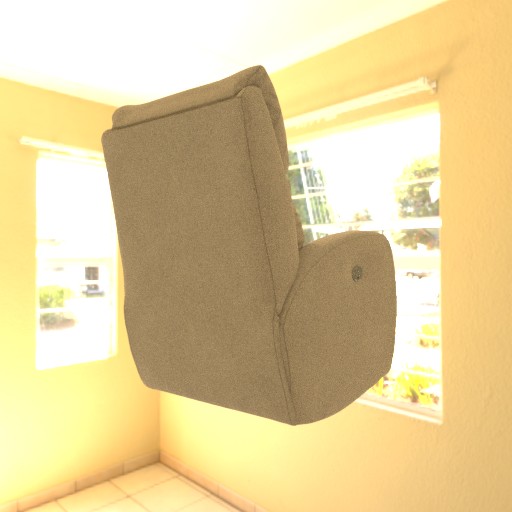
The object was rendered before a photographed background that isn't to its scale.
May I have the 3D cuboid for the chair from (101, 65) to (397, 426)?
[{"bbox_3d":[0.000,0.000,1.642,0.794,1.021,0.940,0,0,36],"label":"chair"}]
